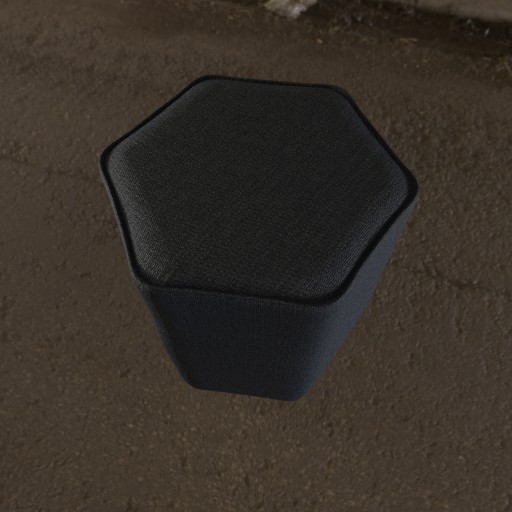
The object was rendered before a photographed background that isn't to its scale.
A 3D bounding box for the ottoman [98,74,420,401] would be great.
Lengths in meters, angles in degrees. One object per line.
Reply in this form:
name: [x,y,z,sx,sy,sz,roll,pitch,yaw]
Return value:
ottoman: [0.000,0.000,0.871,0.454,0.505,0.492,-16,60,-10]
